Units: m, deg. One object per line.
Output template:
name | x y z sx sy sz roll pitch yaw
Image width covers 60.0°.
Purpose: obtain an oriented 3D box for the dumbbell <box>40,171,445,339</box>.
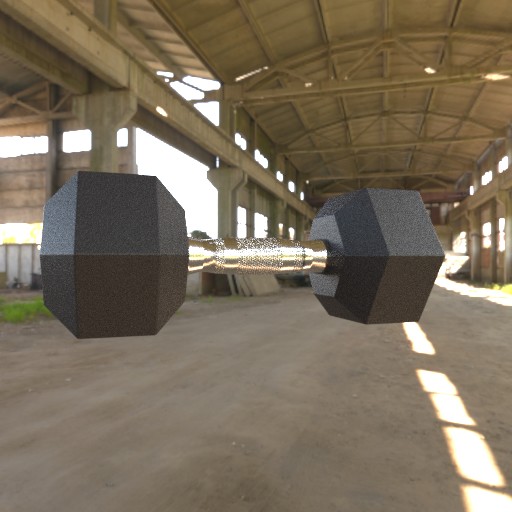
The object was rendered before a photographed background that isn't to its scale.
dumbbell | 0.000 0.000 0.368 0.315 0.113 0.129 0 -1 -18
